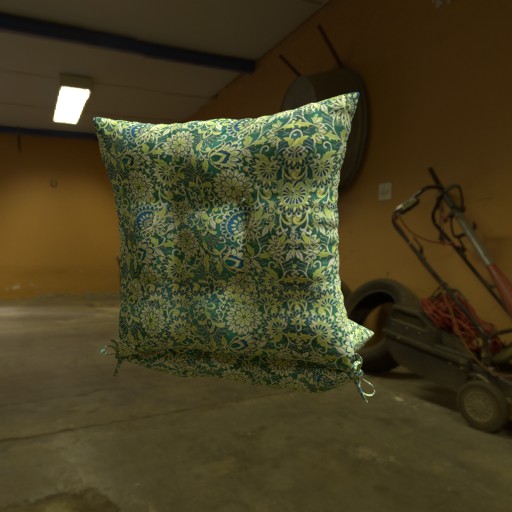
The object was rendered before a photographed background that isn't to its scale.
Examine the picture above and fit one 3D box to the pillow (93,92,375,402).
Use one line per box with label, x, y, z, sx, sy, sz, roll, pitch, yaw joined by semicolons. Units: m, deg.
pillow;0.000;0.000;1.016;0.541;0.536;0.585;0;1;18
